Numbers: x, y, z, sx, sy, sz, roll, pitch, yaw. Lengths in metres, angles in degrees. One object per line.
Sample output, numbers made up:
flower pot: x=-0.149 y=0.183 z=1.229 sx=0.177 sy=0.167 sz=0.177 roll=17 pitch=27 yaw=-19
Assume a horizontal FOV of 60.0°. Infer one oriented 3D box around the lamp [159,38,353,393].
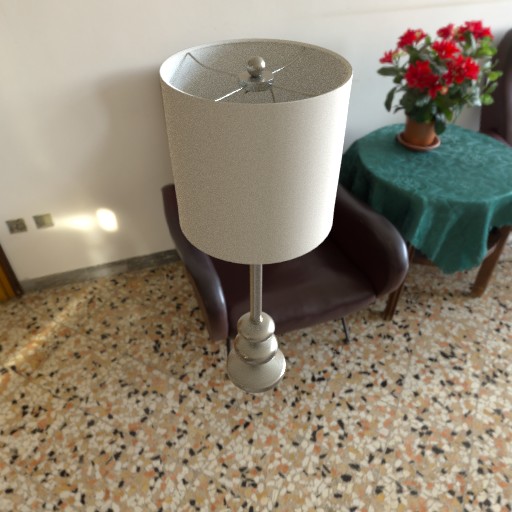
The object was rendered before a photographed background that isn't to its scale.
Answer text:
lamp: x=0.000 y=0.000 z=0.804 sx=0.254 sy=0.690 sz=0.254 roll=26 pitch=47 yaw=26
